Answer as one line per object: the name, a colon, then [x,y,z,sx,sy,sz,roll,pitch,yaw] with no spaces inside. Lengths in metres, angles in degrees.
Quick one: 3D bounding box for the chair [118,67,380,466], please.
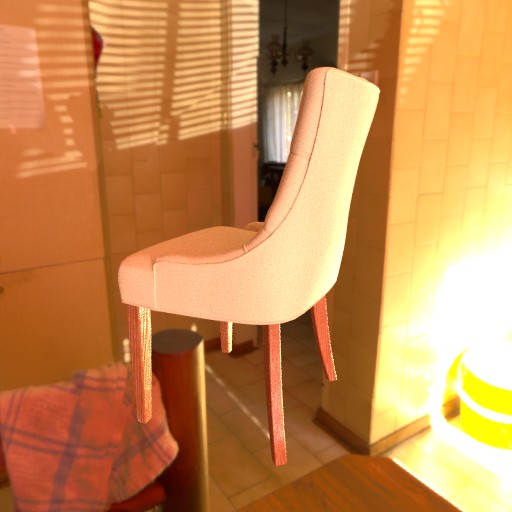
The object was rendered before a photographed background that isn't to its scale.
chair: [0.000,0.000,1.192,0.565,0.874,0.509,7,17,25]
